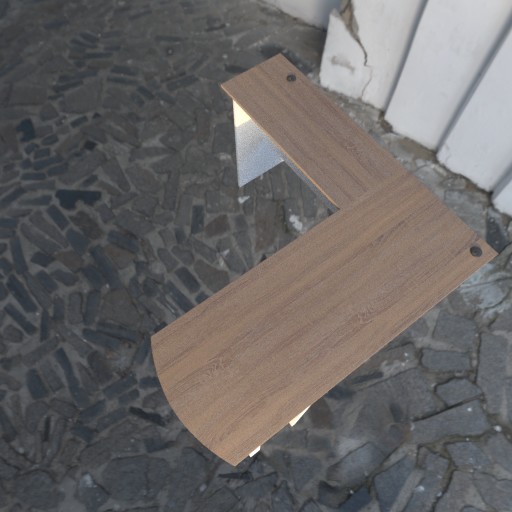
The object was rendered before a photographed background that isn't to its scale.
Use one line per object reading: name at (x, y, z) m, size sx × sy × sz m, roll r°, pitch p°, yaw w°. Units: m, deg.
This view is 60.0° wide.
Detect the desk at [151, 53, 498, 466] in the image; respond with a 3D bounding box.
desk at (0.000, 0.000, 2.086) m, size 1.303 × 0.716 × 1.361 m, roll -34°, pitch 69°, yaw -15°
